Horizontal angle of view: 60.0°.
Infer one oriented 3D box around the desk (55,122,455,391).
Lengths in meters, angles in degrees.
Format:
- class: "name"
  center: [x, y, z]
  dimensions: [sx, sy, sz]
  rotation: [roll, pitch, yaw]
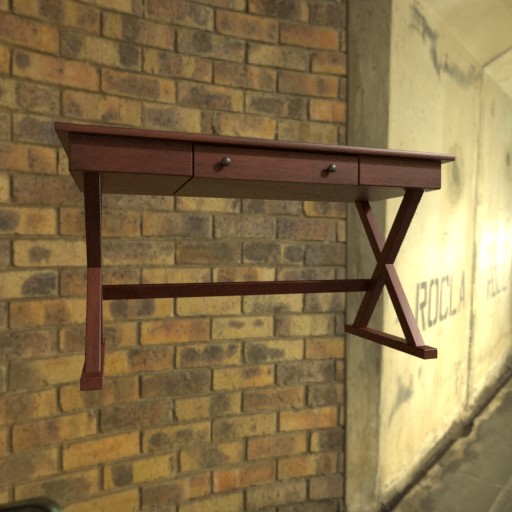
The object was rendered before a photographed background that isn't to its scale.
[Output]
- class: "desk"
  center: [0.000, 0.000, 1.733]
  dimensions: [1.372, 0.761, 0.600]
  rotation: [0, 1, -18]
